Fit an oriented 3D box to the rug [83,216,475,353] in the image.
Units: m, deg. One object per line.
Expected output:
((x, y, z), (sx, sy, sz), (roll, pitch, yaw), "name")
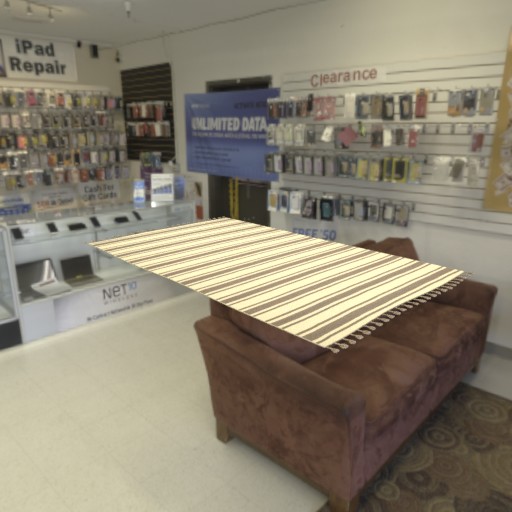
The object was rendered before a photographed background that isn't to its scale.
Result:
((0.000, 0.000, 2.655), (1.229, 0.011, 2.096), (-15, 22, -42), "rug")
